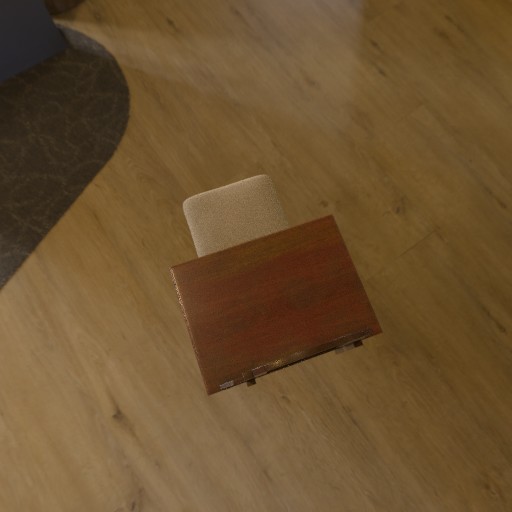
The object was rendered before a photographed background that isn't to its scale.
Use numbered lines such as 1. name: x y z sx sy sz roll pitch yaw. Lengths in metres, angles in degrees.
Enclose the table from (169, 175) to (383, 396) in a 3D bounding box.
1. table: 0.000 0.000 2.313 0.876 1.631 1.211 -19 75 -5
